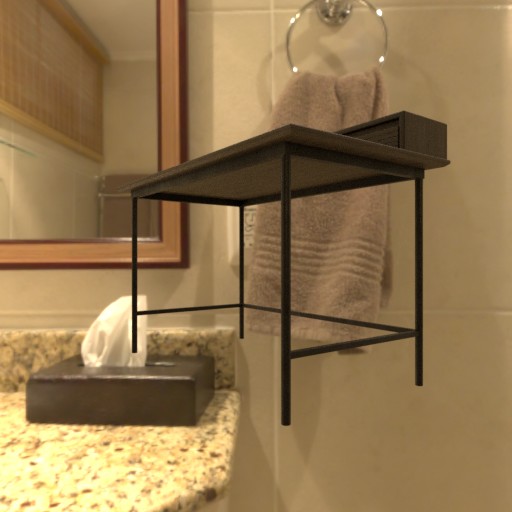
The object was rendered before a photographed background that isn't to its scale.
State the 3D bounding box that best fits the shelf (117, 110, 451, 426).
[{"bbox_3d":[0.000,0.000,1.732,0.685,0.865,1.212,0,0,-36],"label":"shelf"}]
